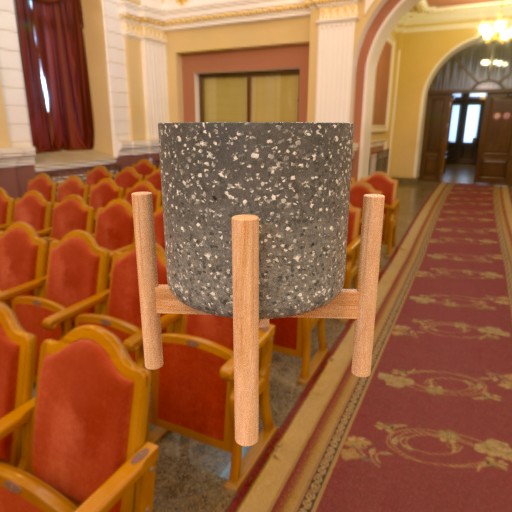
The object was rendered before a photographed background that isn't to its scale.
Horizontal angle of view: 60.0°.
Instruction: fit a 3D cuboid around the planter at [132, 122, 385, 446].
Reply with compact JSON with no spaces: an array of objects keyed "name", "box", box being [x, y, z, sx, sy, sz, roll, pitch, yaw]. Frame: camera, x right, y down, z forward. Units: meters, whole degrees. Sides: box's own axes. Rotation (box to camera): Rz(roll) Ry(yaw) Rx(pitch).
[{"name":"planter","box":[0.000,0.000,0.557,0.284,0.320,0.284,8,18,25]}]
